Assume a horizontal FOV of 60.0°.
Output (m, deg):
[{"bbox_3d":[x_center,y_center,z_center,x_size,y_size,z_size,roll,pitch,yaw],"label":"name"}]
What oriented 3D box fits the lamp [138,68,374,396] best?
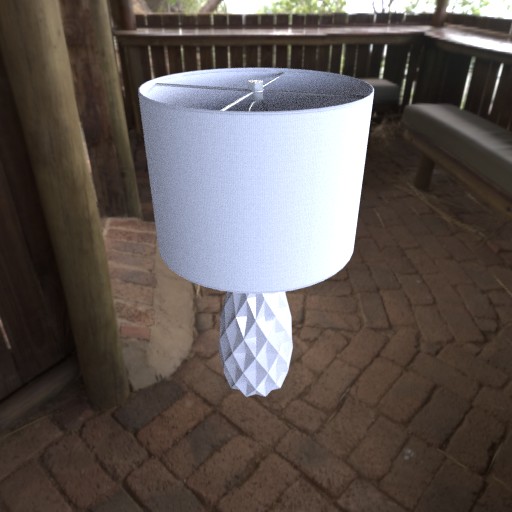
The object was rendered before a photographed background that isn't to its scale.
[{"bbox_3d":[0.000,0.000,0.703,0.297,0.522,0.297,0,31,0],"label":"lamp"}]
